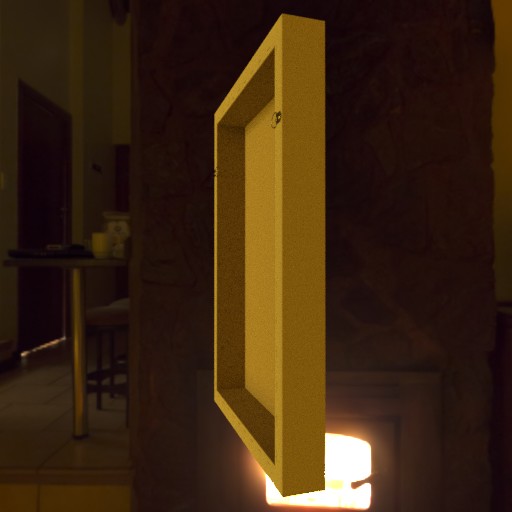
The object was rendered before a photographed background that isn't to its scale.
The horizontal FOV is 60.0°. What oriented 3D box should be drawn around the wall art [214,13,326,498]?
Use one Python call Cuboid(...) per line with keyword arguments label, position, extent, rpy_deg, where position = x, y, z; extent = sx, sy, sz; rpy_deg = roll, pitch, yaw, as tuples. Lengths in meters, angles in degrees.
Cuboid(label="wall art", position=(0.000, 0.000, 0.474), extent=(0.039, 0.381, 0.252), rpy_deg=(0, -1, -17))
